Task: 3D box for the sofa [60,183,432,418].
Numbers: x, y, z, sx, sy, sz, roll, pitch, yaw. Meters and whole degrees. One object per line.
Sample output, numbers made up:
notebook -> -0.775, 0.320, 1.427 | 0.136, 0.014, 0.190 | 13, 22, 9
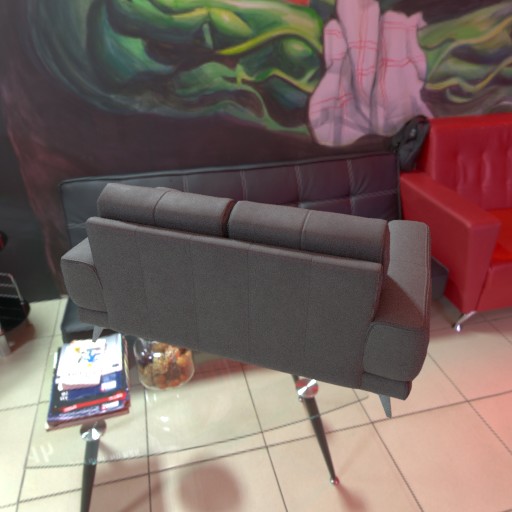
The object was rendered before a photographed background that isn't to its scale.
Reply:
sofa -> 0.000, 0.000, 2.421 | 1.806, 0.907, 1.018 | 10, 32, 16
